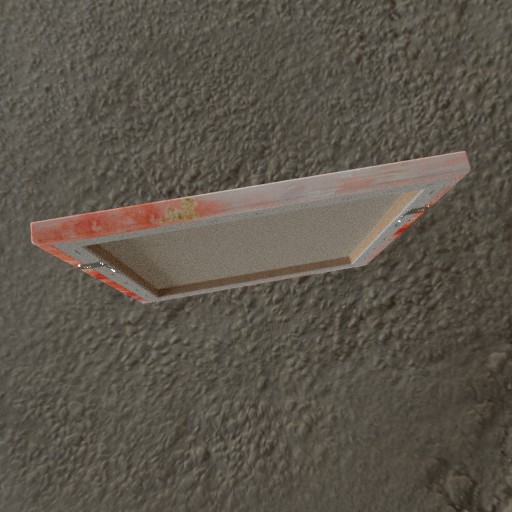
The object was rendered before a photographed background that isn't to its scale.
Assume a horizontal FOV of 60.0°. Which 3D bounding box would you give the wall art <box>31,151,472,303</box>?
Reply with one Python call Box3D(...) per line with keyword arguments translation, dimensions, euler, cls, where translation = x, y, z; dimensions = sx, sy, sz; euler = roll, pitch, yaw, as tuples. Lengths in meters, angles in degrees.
Box3D(translation=(0.000, 0.000, 1.101), dimensions=(0.747, 0.746, 0.064), euler=(-10, 76, -2), cls="wall art")
